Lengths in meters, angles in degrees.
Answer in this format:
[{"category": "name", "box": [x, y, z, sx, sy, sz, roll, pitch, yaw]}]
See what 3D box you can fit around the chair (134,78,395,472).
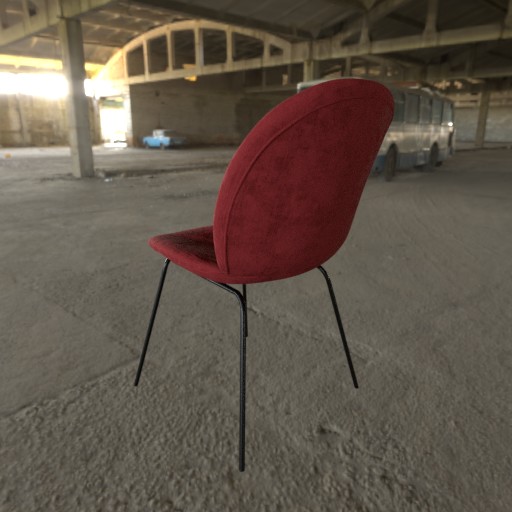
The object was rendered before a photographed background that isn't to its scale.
[{"category": "chair", "box": [0.000, 0.000, 1.114, 0.458, 0.791, 0.587, -16, 22, -43]}]
